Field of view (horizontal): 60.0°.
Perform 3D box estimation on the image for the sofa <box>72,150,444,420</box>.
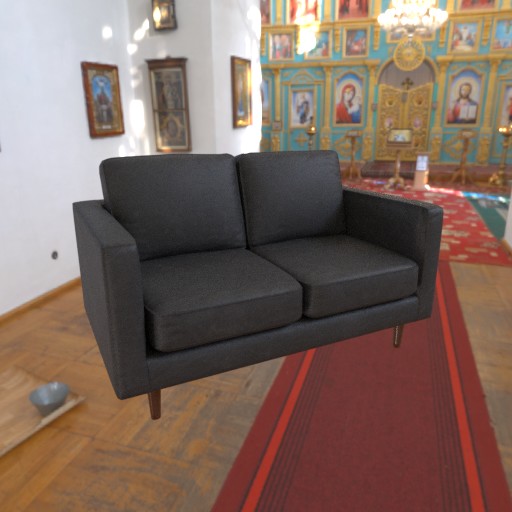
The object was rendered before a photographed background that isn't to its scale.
[{"bbox_3d":[0.000,0.000,2.015,1.430,0.899,0.879,-8,19,-26],"label":"sofa"}]
